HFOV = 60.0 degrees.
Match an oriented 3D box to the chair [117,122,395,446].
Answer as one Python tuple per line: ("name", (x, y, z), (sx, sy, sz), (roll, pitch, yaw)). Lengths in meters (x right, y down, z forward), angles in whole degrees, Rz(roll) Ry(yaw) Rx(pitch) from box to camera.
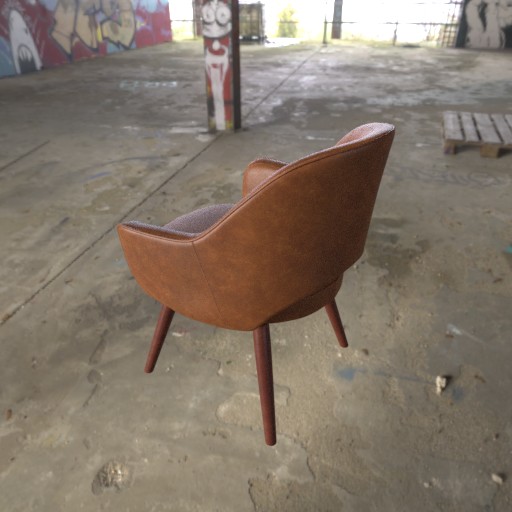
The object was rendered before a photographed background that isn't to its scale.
("chair", (0.000, 0.000, 1.216), (0.640, 0.777, 0.591), (19, 36, 29))
